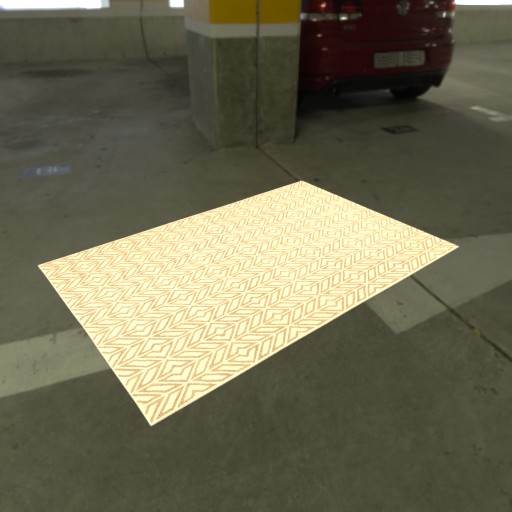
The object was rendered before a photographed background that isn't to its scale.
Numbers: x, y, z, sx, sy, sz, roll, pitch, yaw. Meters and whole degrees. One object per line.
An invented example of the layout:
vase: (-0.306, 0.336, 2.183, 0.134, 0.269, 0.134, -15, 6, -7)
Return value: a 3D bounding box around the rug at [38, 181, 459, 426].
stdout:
rug: (0.000, 0.000, 2.305, 1.828, 0.007, 1.220, -22, 38, -32)
